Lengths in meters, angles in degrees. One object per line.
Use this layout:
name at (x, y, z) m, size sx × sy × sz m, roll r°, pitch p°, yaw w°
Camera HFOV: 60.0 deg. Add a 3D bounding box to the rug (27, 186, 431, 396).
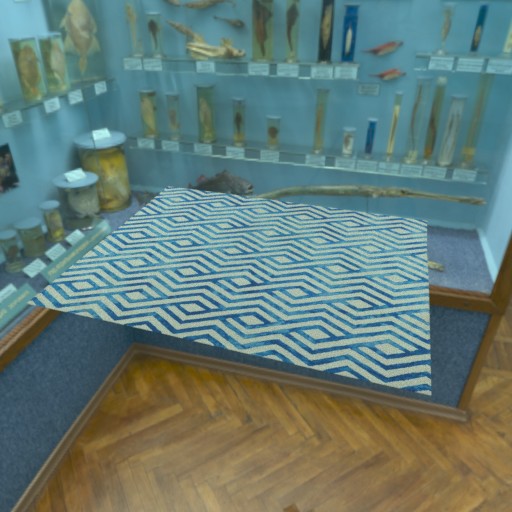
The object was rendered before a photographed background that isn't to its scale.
rug at (0.000, 0.000, 4.132) m, size 3.059 × 0.008 × 2.453 m, roll 10°, pitch 33°, yaw 15°
